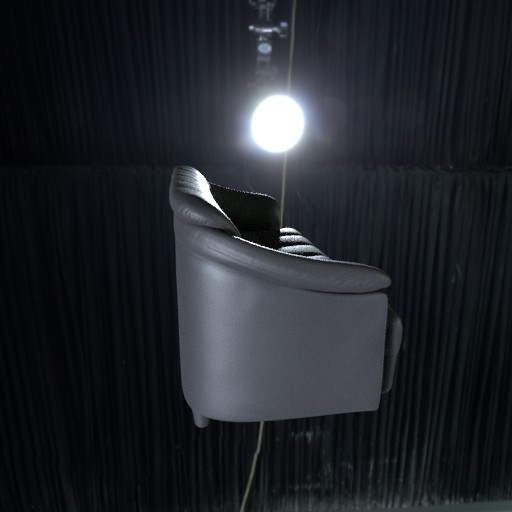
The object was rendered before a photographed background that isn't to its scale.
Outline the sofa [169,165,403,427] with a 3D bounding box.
[{"bbox_3d":[0.000,0.000,2.212,0.800,0.811,1.829,-3,15,-9],"label":"sofa"}]
